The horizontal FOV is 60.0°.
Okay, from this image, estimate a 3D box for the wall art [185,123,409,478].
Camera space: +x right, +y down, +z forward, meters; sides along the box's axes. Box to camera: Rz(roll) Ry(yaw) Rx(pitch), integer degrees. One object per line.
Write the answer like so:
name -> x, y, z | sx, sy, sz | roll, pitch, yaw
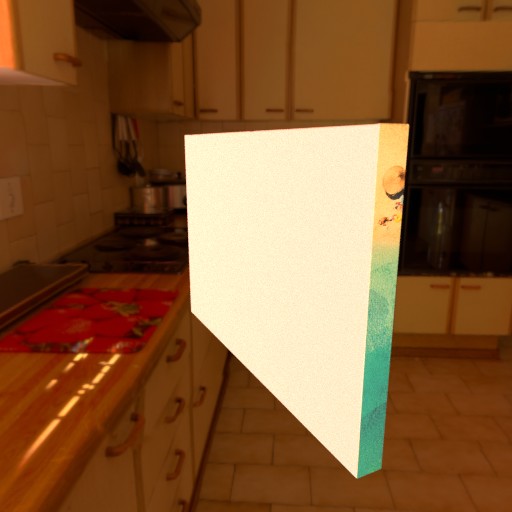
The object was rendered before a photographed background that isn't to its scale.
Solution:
wall art -> 0.000, 0.000, 0.749 | 0.039, 0.406, 0.609 | -7, 16, -26
